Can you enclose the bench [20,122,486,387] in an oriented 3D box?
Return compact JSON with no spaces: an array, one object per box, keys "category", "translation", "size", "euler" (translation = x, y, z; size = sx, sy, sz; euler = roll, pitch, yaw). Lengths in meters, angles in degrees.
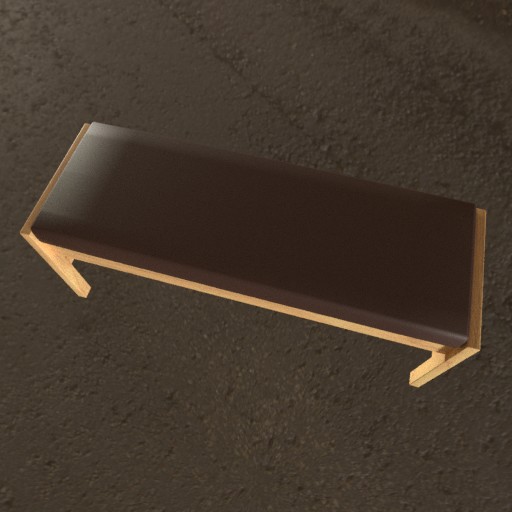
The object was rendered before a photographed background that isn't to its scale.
[{"category":"bench","translation":[0.000,0.000,1.381],"size":[1.200,0.480,0.405],"euler":[14,64,7]}]
